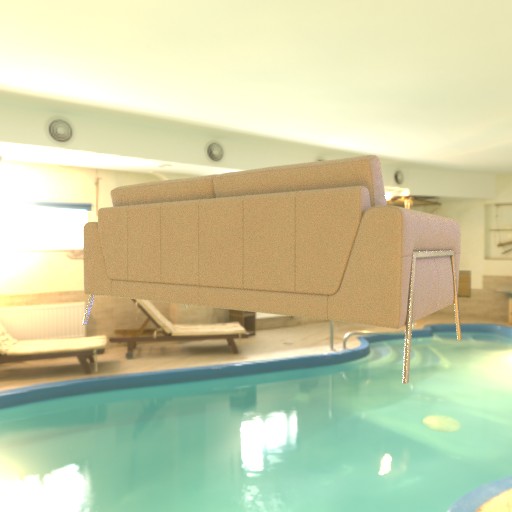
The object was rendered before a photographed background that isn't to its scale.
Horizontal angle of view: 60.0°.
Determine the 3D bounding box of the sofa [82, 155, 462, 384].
[{"bbox_3d":[0.000,0.000,2.549,2.017,0.875,0.953,1,2,36],"label":"sofa"}]
